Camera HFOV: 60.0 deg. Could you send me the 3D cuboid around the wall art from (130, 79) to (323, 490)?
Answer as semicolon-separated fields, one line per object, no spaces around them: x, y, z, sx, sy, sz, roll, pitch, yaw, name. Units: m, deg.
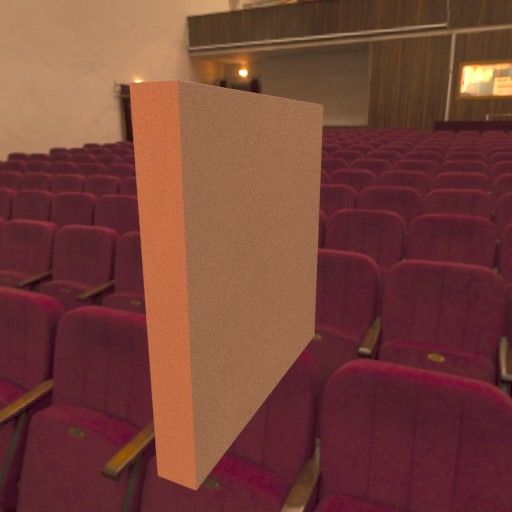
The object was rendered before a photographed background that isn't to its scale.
0.000;0.000;0.451;0.038;0.305;0.305;7;17;24;wall art
